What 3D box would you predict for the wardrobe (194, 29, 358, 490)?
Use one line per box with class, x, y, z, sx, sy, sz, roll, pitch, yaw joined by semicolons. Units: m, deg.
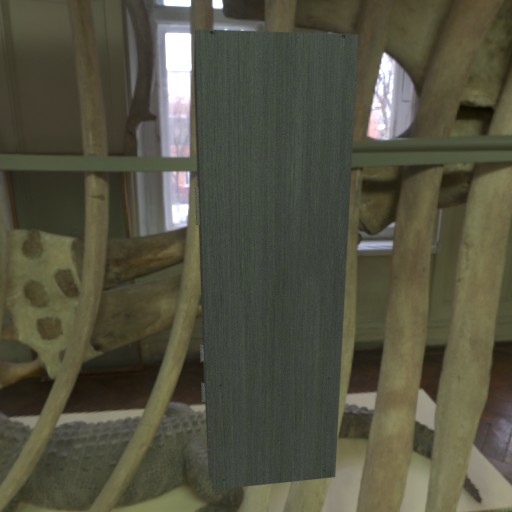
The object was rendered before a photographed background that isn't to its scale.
wardrobe;0.000;0.000;2.190;0.577;1.808;0.991;-2;14;-8
